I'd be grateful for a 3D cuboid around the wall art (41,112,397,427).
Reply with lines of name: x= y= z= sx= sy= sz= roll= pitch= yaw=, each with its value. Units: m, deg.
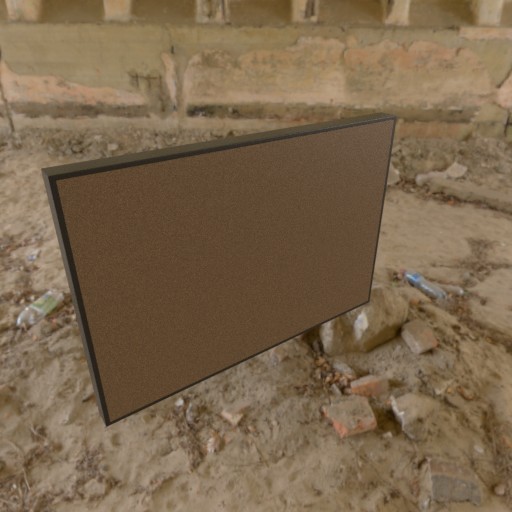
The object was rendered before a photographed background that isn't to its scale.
wall art: x=0.000 y=0.000 z=1.194 sx=0.939 sy=0.640 sz=0.058 roll=-19 pitch=34 yaw=-30
